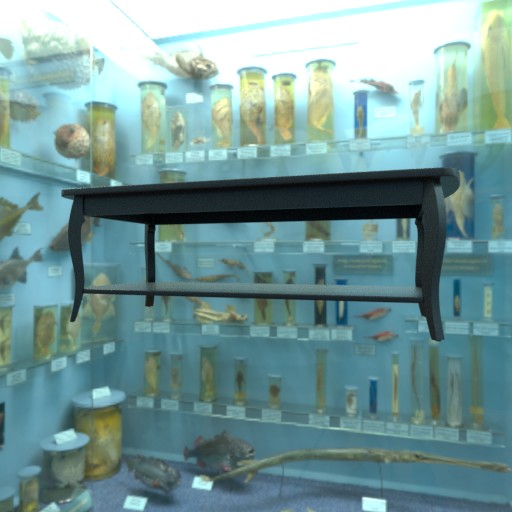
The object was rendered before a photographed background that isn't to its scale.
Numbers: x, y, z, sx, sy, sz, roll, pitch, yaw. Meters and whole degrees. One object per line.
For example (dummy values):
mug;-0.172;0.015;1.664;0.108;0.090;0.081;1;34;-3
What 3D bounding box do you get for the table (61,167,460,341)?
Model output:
table;0.000;0.000;1.598;1.333;0.457;0.571;0;0;18
